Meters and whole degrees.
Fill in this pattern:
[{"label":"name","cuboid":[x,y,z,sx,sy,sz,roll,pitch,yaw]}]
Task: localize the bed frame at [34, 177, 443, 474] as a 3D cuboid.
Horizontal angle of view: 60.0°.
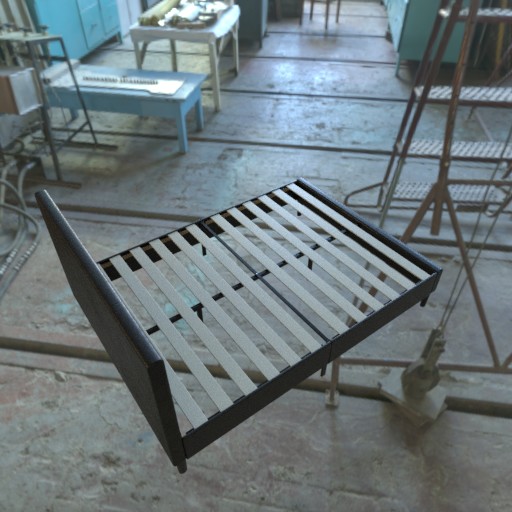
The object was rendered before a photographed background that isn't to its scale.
[{"label":"bed frame","cuboid":[0.000,0.000,3.211,2.318,1.127,1.634,-26,47,-26]}]
